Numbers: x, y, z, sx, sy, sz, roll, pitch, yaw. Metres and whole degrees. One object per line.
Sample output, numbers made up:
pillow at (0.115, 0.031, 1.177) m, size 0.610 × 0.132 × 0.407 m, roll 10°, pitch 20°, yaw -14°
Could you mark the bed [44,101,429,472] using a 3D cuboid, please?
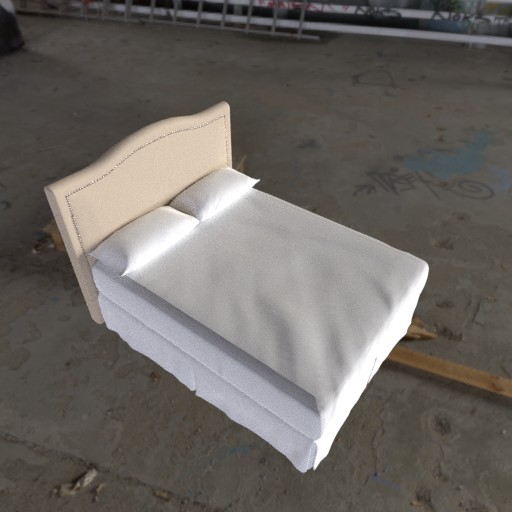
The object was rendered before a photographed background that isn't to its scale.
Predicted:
bed at (0.000, 0.000, 3.291) m, size 2.143 × 1.460 × 1.753 m, roll 27°, pitch 48°, yaw 27°
